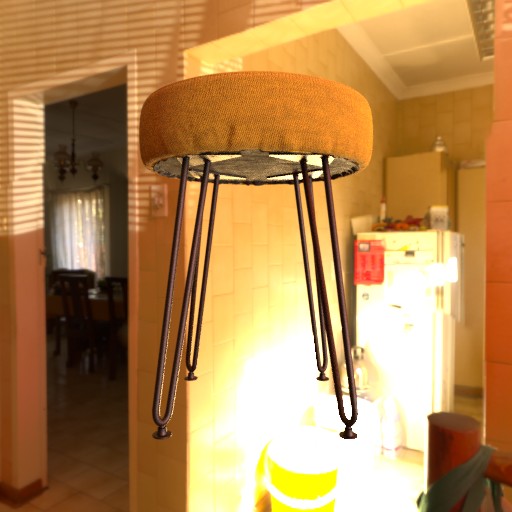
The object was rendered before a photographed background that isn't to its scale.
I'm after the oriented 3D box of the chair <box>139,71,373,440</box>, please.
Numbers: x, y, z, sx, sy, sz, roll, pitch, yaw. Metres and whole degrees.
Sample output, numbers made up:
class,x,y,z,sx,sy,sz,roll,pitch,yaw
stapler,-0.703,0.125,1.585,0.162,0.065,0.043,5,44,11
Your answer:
class,x,y,z,sx,sy,sz,roll,pitch,yaw
chair,0.000,0.000,0.681,0.345,0.455,0.345,0,2,1
